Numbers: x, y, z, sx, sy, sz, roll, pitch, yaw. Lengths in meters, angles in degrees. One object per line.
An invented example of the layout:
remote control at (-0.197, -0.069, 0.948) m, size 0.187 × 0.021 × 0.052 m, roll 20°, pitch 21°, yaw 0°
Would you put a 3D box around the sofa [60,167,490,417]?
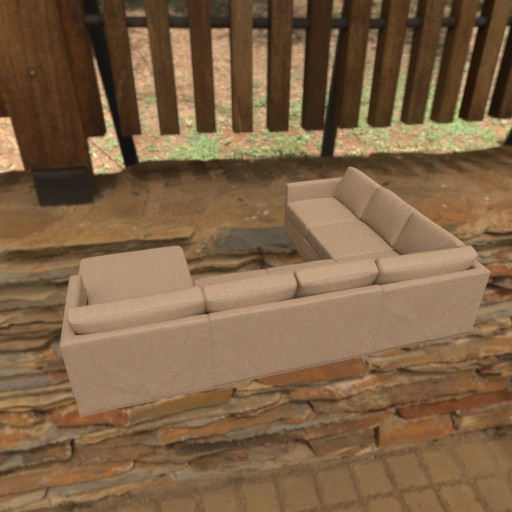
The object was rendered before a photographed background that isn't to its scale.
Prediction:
sofa at (0.000, 0.000, 4.461) m, size 3.460 × 0.882 × 2.427 m, roll -8°, pitch 31°, yaw -14°
